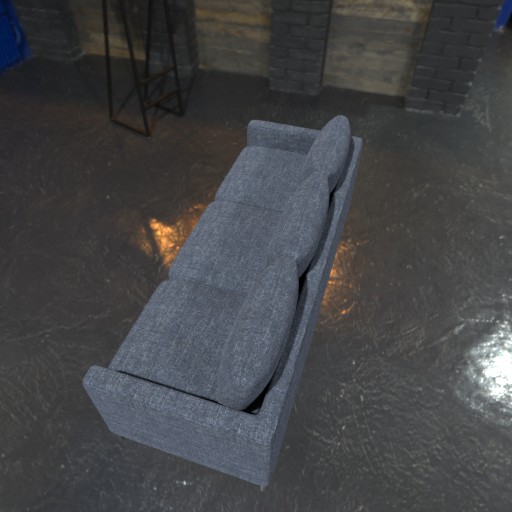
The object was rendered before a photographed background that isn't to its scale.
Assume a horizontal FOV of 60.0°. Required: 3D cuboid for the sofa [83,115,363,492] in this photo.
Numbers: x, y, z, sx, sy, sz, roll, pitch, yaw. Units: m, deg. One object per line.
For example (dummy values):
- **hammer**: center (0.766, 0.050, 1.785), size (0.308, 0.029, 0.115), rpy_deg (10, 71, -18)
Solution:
- **sofa**: center (0.000, 0.000, 2.626), size (0.859, 0.874, 2.218), rpy_deg (14, 48, 12)
